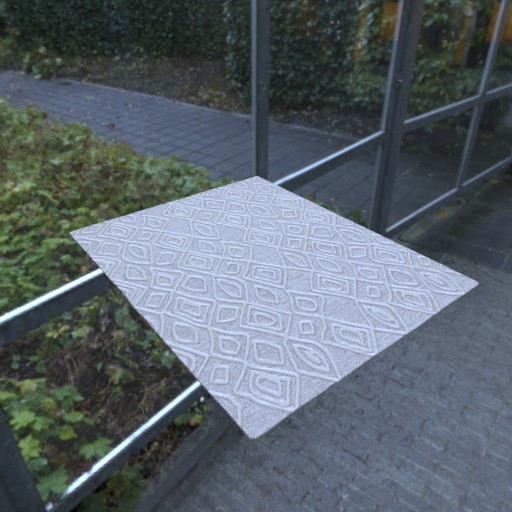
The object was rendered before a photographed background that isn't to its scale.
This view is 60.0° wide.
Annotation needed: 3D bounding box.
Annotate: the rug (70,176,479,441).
[{"bbox_3d":[0.000,0.000,4.122,2.449,0.025,3.049,-23,39,-32],"label":"rug"}]
